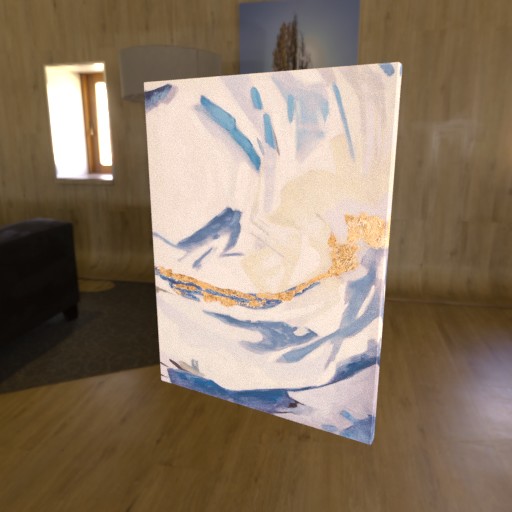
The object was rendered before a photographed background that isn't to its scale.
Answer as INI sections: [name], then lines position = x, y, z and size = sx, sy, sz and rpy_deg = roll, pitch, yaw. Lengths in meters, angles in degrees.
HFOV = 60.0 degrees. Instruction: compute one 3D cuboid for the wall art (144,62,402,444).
[wall art]
position = 0.000, 0.000, 1.325
size = 0.761, 1.015, 0.038
rpy_deg = 8, 16, 27
